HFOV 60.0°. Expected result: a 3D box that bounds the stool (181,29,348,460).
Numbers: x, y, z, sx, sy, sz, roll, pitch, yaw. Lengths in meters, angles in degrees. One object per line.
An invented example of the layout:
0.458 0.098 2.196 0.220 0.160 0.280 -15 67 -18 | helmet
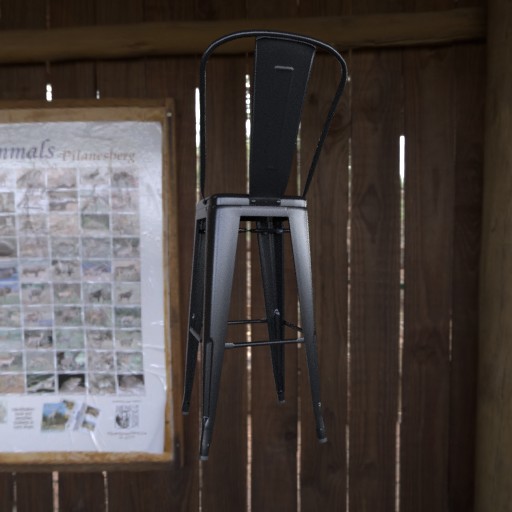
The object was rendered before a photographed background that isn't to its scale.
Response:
0.000 0.000 1.323 0.399 1.096 0.513 -1 2 -18 | stool
